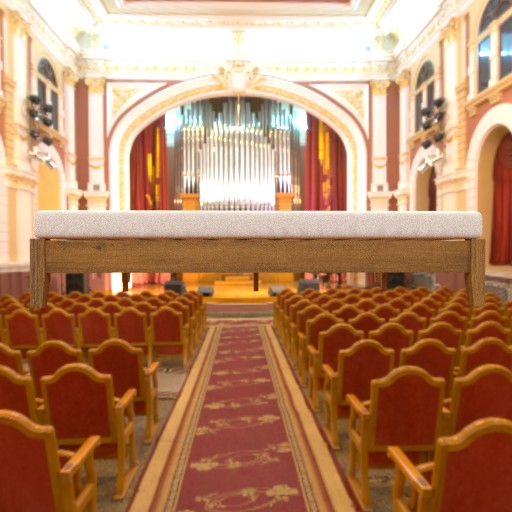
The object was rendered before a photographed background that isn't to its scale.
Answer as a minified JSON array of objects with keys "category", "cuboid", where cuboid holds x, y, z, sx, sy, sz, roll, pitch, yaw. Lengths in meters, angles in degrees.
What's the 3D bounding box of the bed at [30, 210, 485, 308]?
[{"category":"bed","cuboid":[0.000,0.000,2.718,2.016,0.431,1.536,0,1,-2]}]
